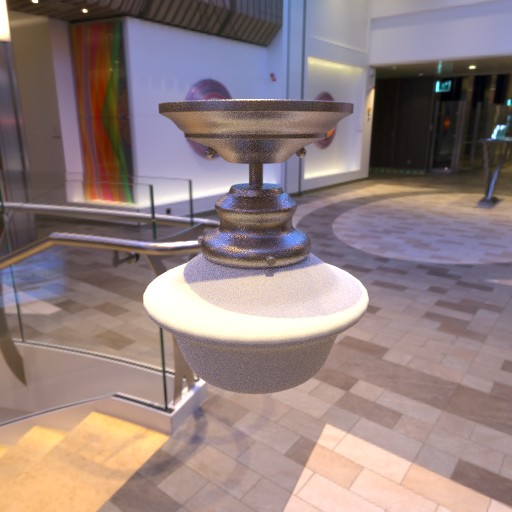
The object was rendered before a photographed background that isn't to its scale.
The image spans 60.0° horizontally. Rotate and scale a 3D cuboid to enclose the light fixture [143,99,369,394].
[{"bbox_3d":[0.000,0.000,0.391,0.199,0.254,0.199,0,17,0],"label":"light fixture"}]
